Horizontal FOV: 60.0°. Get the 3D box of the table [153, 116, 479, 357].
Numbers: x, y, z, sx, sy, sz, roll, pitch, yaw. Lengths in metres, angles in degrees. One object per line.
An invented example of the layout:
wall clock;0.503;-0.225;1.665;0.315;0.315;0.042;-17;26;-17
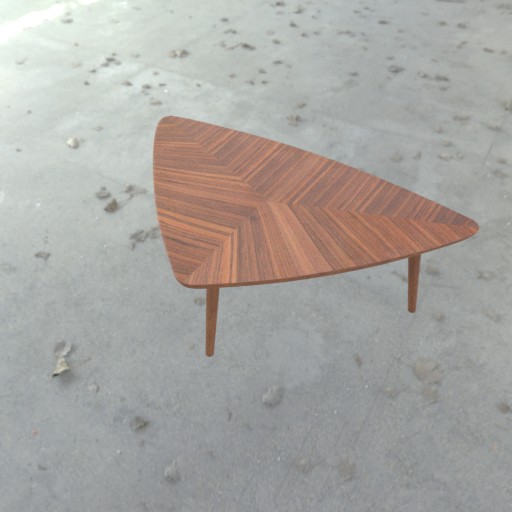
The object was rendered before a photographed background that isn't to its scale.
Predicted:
table;0.000;0.000;1.268;1.008;0.365;0.601;25;51;22
